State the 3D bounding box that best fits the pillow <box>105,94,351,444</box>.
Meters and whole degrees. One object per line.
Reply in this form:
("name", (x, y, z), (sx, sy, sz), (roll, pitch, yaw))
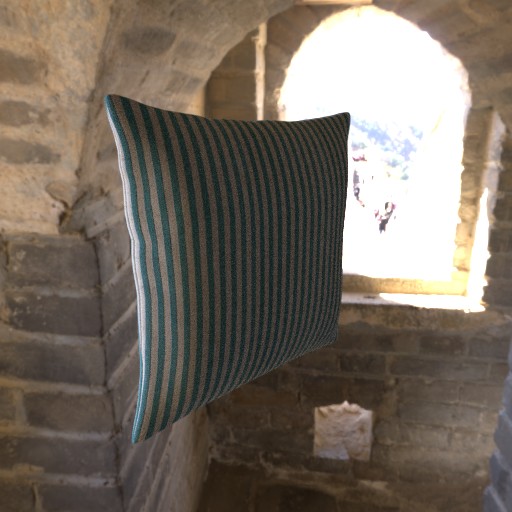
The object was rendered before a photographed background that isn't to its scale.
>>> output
("pillow", (0.000, 0.000, 0.789), (0.523, 0.510, 0.166), (-14, 20, -42))
